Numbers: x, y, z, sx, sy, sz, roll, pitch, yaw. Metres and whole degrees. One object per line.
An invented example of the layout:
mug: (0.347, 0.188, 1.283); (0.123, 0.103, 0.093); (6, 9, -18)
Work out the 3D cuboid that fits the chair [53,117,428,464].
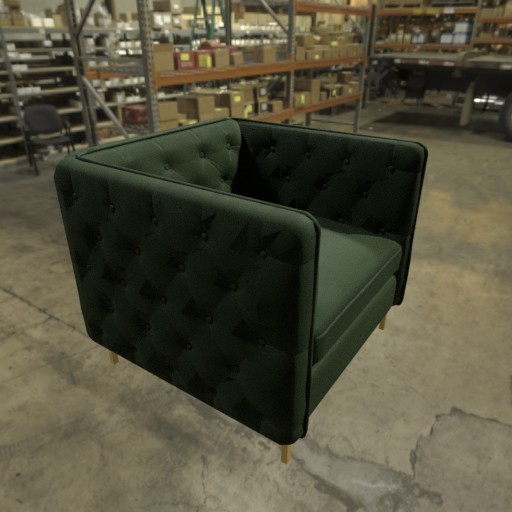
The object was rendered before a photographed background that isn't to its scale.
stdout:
chair: (0.000, 0.000, 1.538); (0.855, 0.768, 0.917); (17, 32, 30)
